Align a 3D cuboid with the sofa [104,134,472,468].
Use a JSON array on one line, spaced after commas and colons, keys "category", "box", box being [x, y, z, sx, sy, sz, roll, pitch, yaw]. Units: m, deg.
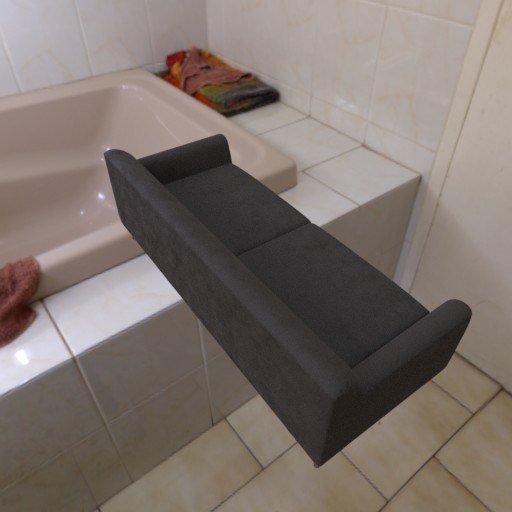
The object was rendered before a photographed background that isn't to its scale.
[{"category": "sofa", "box": [0.000, 0.000, 2.627, 0.900, 0.740, 2.190, -25, 47, -26]}]
